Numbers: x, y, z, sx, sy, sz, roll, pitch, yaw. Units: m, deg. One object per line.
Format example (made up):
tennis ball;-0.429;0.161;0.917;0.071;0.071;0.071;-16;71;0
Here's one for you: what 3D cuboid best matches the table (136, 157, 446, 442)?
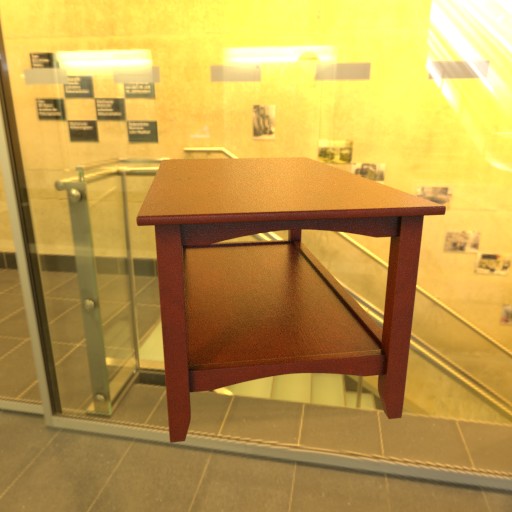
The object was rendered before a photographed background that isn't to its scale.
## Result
table;0.000;0.000;1.253;0.533;0.456;0.943;-3;18;-8
